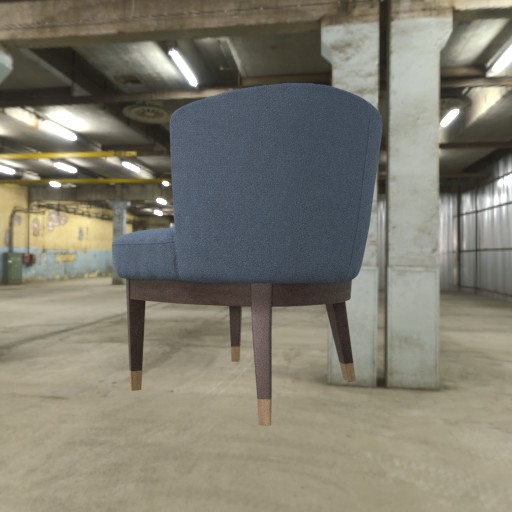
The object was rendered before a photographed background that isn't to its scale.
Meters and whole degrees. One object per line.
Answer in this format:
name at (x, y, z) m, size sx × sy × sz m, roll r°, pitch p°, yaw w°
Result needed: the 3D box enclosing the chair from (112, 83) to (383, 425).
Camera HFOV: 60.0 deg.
chair at (0.000, 0.000, 1.292) m, size 0.702 × 0.760 × 0.661 m, roll -1°, pitch -1°, yaw 37°
